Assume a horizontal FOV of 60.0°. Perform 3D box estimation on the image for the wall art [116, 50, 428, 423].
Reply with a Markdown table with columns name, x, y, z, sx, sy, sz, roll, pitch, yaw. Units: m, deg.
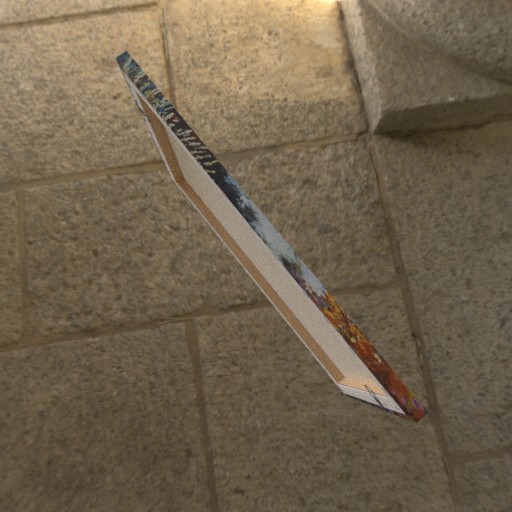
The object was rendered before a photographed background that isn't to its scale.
| name | x | y | z | sx | sy | sz | roll | pitch | yaw |
| --- | --- | --- | --- | --- | --- | --- | --- | --- | --- |
| wall art | 0.000 | 0.000 | 1.414 | 0.042 | 0.760 | 1.136 | -38 | 79 | -8 |
